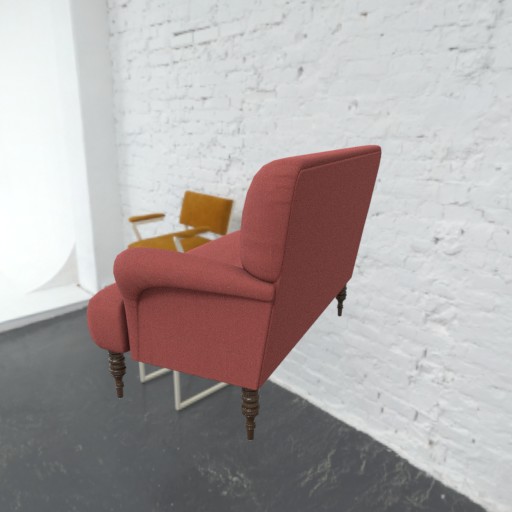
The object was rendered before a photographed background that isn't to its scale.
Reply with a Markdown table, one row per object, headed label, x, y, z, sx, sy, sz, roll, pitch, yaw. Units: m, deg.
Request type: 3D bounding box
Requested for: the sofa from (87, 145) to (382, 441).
| label | x | y | z | sx | sy | sz | roll | pitch | yaw |
| --- | --- | --- | --- | --- | --- | --- | --- | --- | --- |
| sofa | 0.000 | 0.000 | 1.870 | 0.779 | 0.889 | 1.297 | 7 | 18 | 24 |
